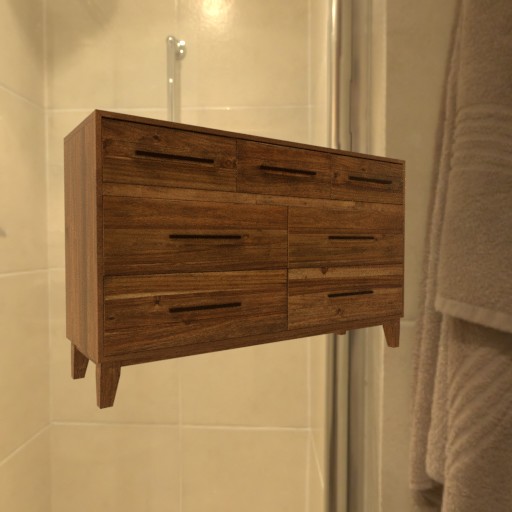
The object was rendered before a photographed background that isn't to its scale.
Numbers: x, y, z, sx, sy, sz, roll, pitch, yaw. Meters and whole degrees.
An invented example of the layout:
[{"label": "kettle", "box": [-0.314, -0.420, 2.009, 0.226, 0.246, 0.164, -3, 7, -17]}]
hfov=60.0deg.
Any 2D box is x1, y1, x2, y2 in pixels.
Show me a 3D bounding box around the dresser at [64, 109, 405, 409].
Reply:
[{"label": "dresser", "box": [0.000, 0.000, 1.845, 1.400, 0.873, 0.446, -1, 2, -35]}]
